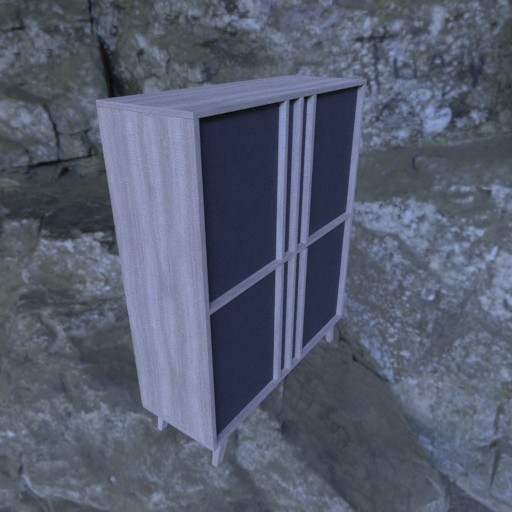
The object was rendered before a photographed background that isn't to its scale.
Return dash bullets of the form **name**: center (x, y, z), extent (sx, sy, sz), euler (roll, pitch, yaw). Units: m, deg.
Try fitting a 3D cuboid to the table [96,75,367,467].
- **table**: center (0.000, 0.000, 1.946), extent (0.398, 1.388, 1.111), euler (18, 32, 31)
